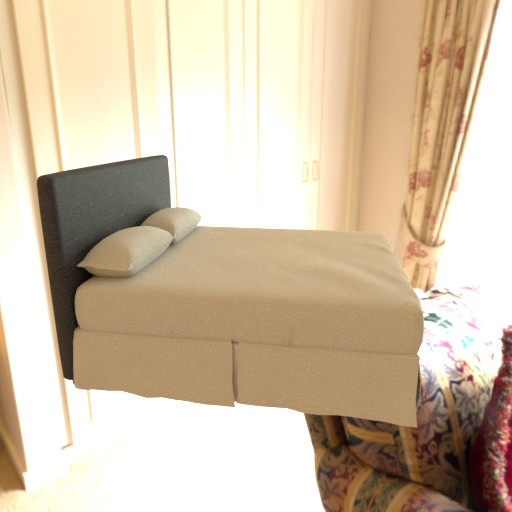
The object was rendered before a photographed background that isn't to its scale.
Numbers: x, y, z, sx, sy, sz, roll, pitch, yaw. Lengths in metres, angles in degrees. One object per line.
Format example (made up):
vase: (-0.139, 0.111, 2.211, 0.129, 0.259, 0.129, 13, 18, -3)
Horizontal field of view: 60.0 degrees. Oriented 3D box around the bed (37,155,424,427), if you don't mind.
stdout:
bed: (0.000, 0.000, 3.235, 2.142, 1.330, 1.884, 3, 17, 9)
